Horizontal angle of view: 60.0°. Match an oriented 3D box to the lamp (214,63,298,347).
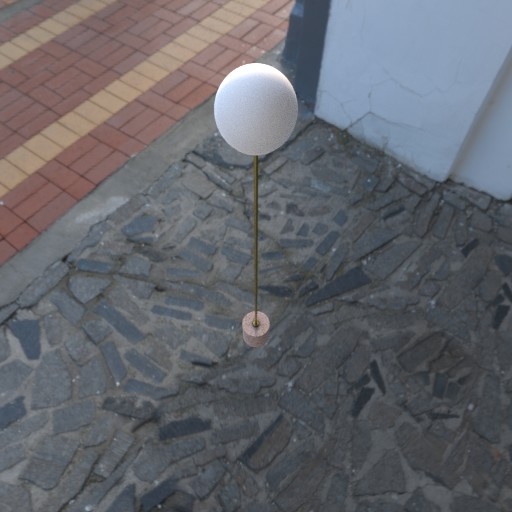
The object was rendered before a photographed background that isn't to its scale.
[{"bbox_3d":[0.000,0.000,1.854,0.229,1.748,0.229,-31,63,-18],"label":"lamp"}]
